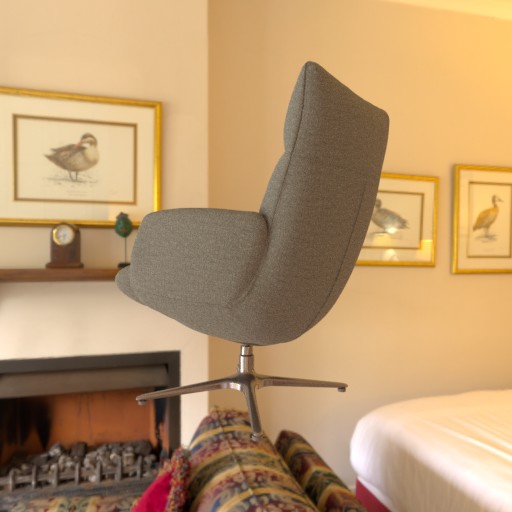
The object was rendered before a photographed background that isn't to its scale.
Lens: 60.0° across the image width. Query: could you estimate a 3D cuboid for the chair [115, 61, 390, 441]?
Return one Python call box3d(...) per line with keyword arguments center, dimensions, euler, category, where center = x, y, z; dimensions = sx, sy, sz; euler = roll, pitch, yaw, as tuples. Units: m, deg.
box3d(center=(0.000, 0.000, 1.520), dimensions=(0.831, 0.984, 0.702), euler=(0, 0, 36), category="chair")
